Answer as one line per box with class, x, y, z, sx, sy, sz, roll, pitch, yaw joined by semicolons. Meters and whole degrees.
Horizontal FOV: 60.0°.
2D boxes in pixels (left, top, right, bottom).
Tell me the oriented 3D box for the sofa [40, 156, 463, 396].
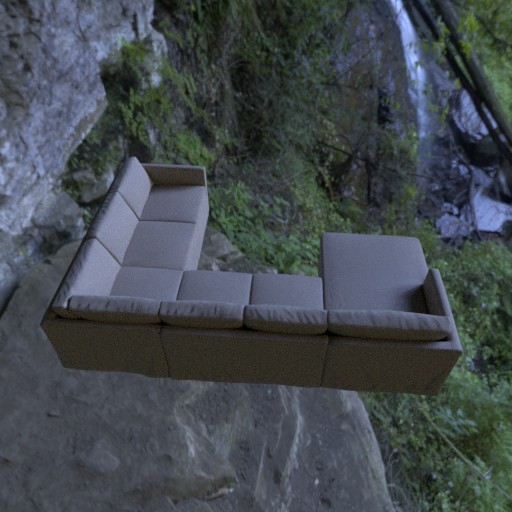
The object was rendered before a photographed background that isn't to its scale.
sofa;0.000;0.000;4.620;3.528;0.878;2.476;3;45;3
